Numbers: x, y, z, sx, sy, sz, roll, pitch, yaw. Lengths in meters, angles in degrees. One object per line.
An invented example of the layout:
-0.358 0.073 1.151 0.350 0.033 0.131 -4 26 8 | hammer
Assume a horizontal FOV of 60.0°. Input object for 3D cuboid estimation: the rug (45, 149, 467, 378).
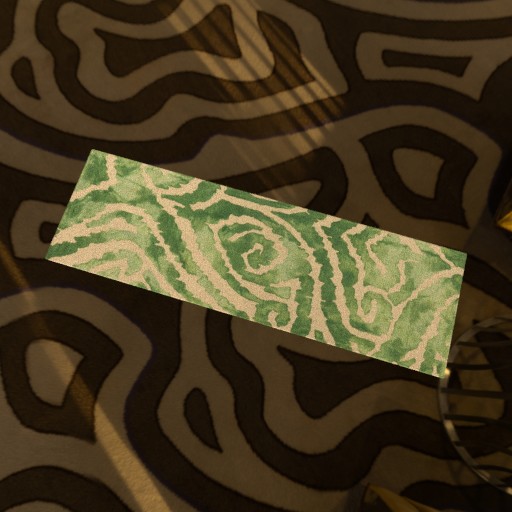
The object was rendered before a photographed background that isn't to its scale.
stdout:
0.000 0.000 2.682 2.438 0.006 0.761 16 76 4 | rug
